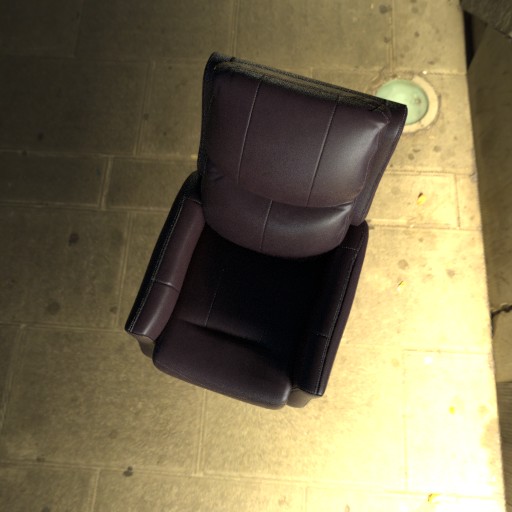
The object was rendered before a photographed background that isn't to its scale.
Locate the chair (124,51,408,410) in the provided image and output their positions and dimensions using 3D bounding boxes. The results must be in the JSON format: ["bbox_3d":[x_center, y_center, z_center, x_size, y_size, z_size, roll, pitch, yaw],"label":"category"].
[{"bbox_3d":[0.000,0.000,1.735,0.829,1.030,1.080,18,75,5],"label":"chair"}]
